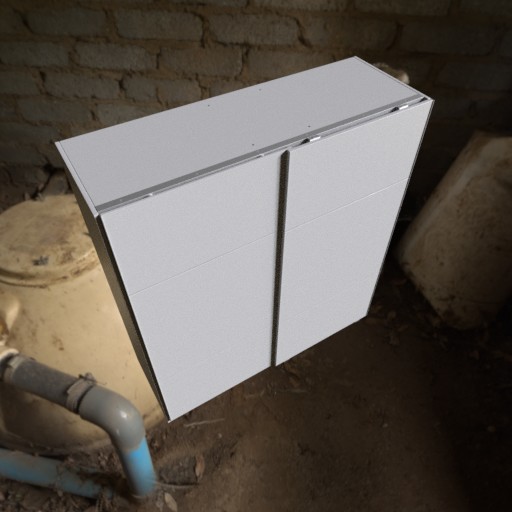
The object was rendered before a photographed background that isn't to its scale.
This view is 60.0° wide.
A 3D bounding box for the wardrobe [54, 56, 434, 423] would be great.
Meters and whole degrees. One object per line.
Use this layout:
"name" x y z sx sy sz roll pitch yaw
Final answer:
"wardrobe" 0.000 0.000 2.874 1.780 1.960 0.629 -24 52 -21
